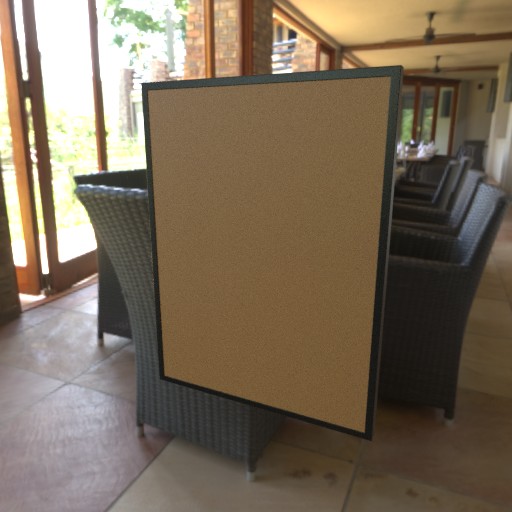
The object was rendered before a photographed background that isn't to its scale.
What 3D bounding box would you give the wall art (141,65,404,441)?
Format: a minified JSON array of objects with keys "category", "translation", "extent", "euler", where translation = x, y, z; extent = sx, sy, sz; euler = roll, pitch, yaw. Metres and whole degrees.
[{"category":"wall art","translation":[0.000,0.000,1.398],"extent":[0.804,1.061,0.039],"euler":[7,17,25]}]
